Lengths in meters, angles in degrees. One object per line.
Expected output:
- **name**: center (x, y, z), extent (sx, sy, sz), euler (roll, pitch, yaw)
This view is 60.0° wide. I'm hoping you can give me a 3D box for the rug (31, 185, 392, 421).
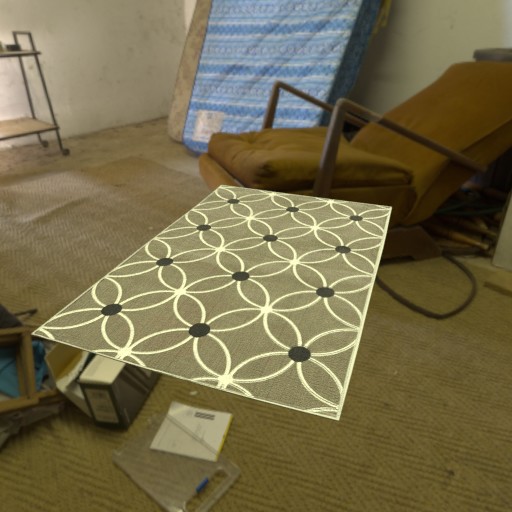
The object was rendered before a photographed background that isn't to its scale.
- **rug**: center (0.000, 0.000, 2.867), extent (1.522, 0.008, 2.284), euler (10, 30, 17)
